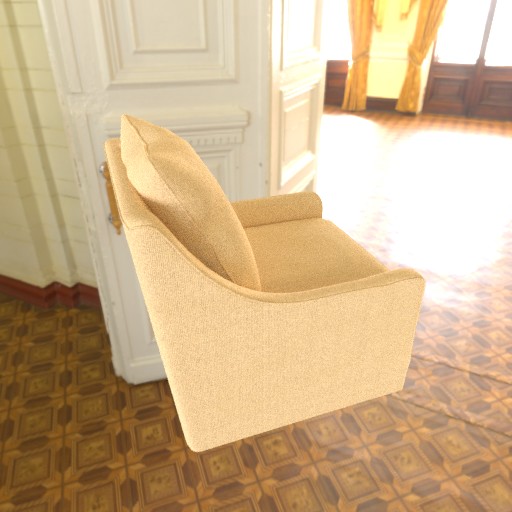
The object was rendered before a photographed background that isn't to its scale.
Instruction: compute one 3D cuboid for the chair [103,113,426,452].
[{"bbox_3d":[0.000,0.000,1.555,0.876,0.927,0.760,-10,31,-17],"label":"chair"}]
